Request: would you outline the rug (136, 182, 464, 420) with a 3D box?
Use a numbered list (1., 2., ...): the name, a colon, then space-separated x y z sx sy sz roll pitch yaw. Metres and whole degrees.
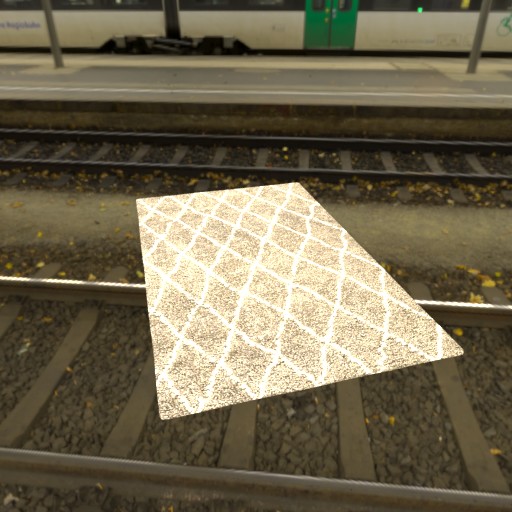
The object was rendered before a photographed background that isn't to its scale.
1. rug: 0.000 0.000 3.079 1.524 0.030 2.438 -8 31 -13
